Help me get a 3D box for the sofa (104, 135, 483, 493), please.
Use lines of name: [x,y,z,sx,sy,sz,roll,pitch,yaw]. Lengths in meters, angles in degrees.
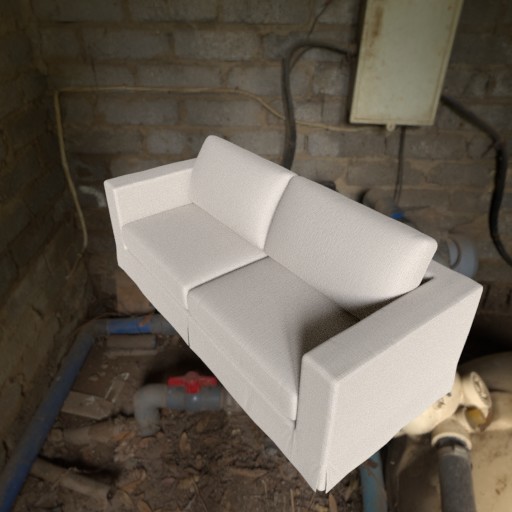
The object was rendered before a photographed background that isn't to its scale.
sofa: [0.000,0.000,2.549,0.954,0.881,2.163,-22,39,-30]
